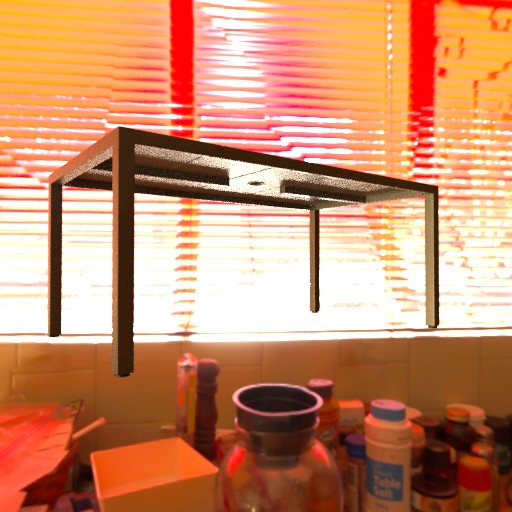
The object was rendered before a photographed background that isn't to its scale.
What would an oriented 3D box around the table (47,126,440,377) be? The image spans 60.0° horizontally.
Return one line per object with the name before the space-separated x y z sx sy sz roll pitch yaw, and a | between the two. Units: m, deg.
table | 0.000 0.000 2.149 1.680 0.735 0.914 1 -1 -37
